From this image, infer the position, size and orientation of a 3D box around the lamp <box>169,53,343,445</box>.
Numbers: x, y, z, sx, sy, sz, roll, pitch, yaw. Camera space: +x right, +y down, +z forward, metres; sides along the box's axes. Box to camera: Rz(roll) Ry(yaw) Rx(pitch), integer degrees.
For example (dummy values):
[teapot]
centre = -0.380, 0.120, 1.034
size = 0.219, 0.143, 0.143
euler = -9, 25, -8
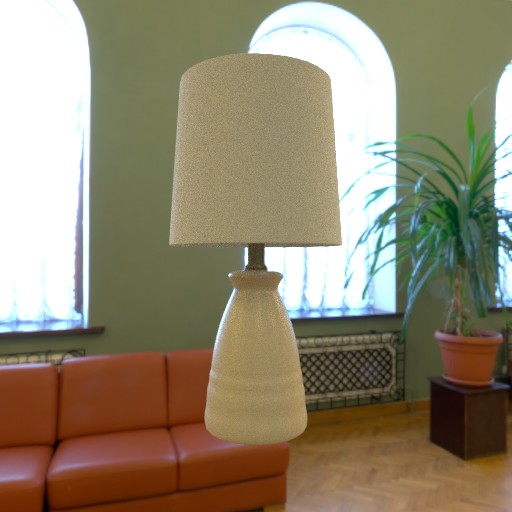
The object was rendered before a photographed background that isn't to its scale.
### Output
[lamp]
centre = 0.000, 0.000, 0.485
size = 0.186, 0.369, 0.186
euler = 0, 0, 0
